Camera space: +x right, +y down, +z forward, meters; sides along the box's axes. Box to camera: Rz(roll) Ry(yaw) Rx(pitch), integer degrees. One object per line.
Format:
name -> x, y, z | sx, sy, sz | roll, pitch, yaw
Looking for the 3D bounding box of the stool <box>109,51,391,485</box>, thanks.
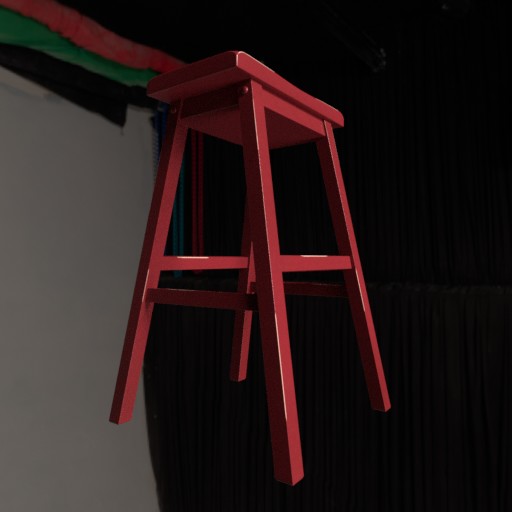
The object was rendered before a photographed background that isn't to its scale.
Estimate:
stool -> 0.000, 0.000, 1.031 | 0.476, 0.737, 0.457 | 0, 0, 36
